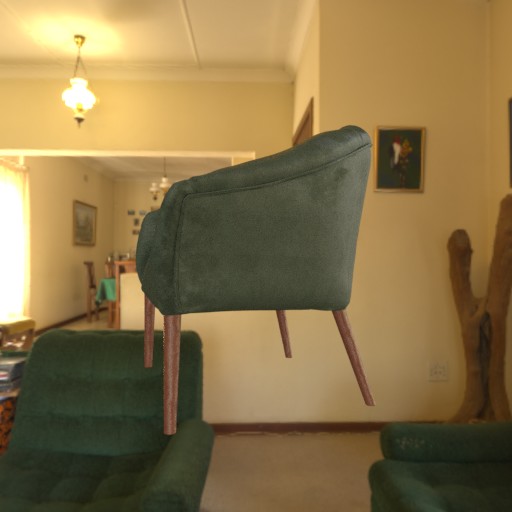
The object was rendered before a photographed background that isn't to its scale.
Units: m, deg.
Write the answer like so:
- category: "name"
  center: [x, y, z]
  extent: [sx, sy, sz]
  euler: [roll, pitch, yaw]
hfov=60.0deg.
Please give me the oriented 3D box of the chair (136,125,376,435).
- category: "chair"
  center: [0.000, 0.000, 1.546]
  extent: [0.776, 0.885, 0.851]
  euler: [0, 0, -18]
